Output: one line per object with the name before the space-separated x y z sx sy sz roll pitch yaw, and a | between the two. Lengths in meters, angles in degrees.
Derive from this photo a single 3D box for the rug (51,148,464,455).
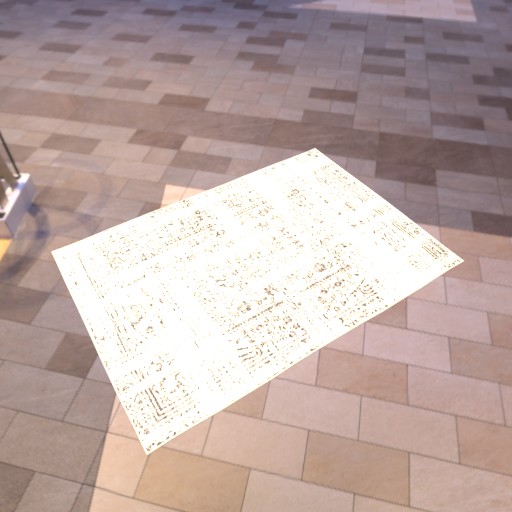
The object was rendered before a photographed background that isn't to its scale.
rug | 0.000 0.000 3.170 2.438 0.026 1.706 -26 52 -22
